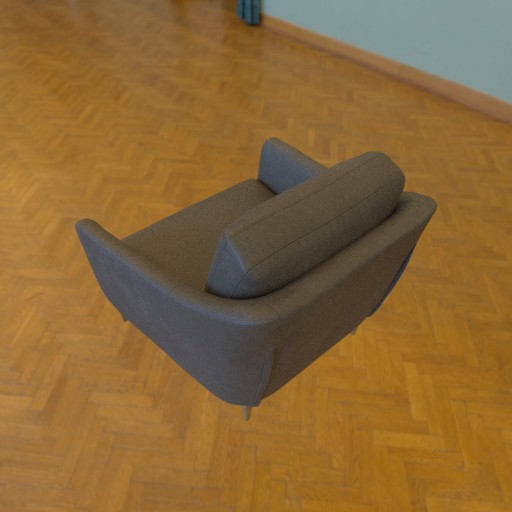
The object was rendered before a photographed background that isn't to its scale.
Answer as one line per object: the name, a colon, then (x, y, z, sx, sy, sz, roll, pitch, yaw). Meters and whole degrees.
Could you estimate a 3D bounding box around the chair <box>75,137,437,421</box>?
chair: (0.000, 0.000, 1.698, 0.988, 0.901, 0.961, -30, 51, -28)
